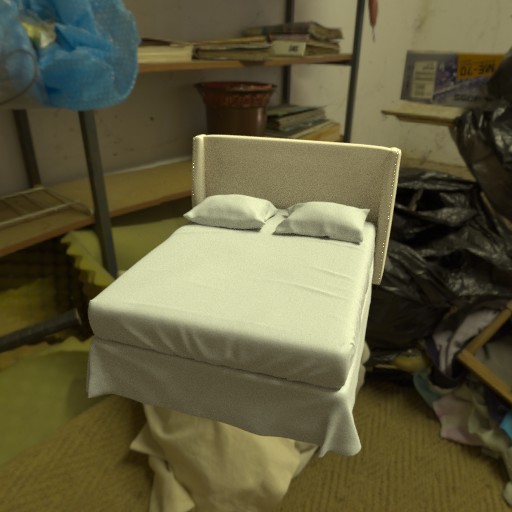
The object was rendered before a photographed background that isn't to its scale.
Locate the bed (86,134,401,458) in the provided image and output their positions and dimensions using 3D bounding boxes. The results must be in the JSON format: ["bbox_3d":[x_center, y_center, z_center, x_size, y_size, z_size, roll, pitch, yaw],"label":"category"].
[{"bbox_3d":[0.000,0.000,3.409,1.925,1.332,2.276,8,28,16],"label":"bed"}]
